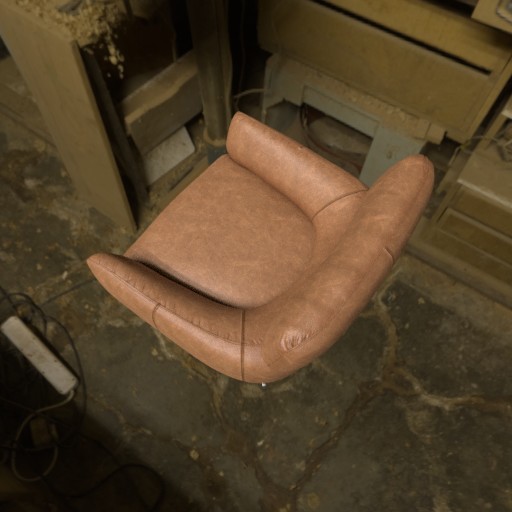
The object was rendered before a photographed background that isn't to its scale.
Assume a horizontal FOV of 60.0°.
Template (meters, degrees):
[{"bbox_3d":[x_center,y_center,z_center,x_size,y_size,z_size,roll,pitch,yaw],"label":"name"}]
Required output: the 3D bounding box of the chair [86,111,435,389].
[{"bbox_3d":[0.000,0.000,1.343,0.715,0.812,0.706,33,67,16],"label":"chair"}]
